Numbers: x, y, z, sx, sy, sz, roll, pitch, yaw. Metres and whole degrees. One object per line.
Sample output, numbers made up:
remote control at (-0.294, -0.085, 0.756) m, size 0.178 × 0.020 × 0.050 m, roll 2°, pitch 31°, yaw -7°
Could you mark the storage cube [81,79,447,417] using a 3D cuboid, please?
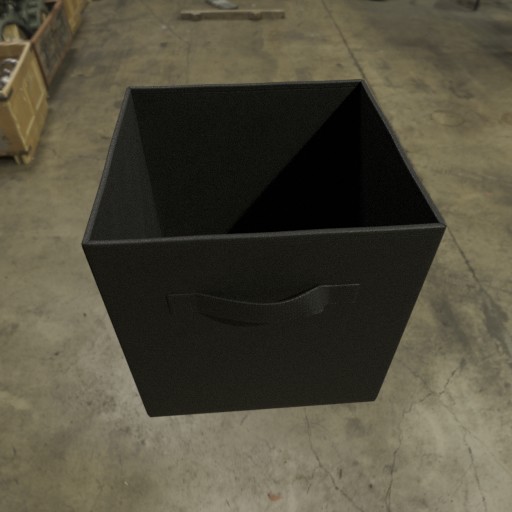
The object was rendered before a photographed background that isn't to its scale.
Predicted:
storage cube at (0.000, 0.000, 0.499) m, size 0.270 × 0.280 × 0.270 m, roll -3°, pitch 45°, yaw -3°
